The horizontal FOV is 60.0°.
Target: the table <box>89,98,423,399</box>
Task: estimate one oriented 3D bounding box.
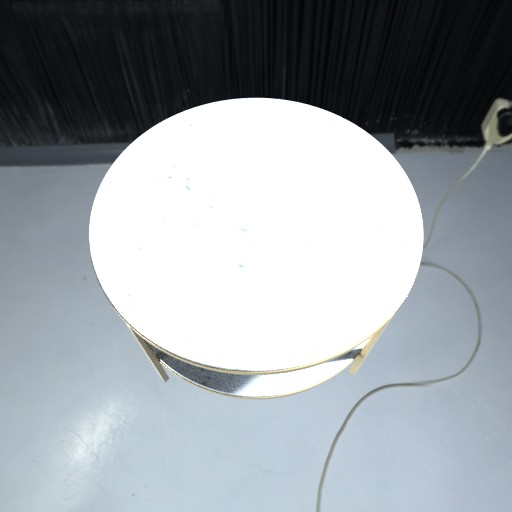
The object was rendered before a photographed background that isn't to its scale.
[{"bbox_3d":[0.000,0.000,1.265,0.800,0.450,0.800,0,59,0],"label":"table"}]
